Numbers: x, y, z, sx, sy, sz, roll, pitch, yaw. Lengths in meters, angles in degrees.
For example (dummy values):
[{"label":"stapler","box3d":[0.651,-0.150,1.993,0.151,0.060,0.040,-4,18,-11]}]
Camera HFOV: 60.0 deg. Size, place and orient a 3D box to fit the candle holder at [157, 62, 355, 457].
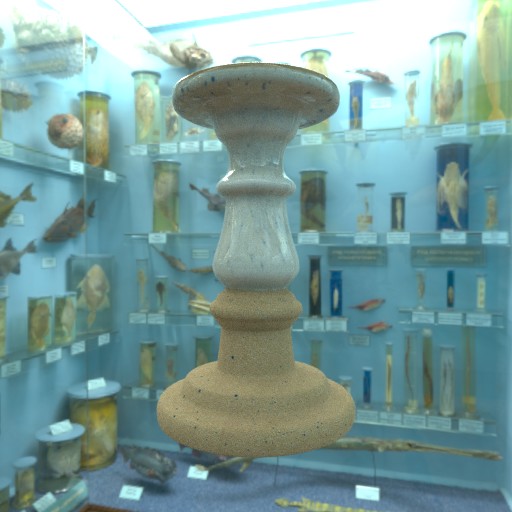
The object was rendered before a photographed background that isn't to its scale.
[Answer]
[{"label":"candle holder","box3d":[0.000,0.000,0.279,0.123,0.202,0.123,0,1,0]}]
